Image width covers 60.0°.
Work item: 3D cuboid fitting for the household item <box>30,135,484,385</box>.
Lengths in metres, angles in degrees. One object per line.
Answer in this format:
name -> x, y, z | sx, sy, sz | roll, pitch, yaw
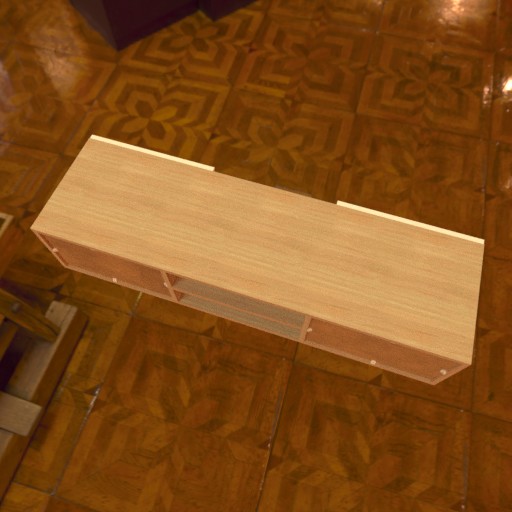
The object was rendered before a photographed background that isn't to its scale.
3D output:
household item -> 0.000, 0.000, 1.561 | 1.400, 0.310, 0.420 | 16, 64, 8
